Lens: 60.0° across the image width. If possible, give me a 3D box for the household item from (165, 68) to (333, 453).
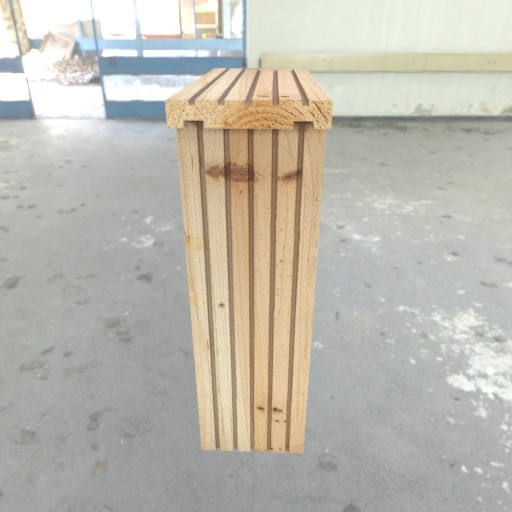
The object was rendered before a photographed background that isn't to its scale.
[{"bbox_3d":[0.000,0.000,0.548,0.123,0.407,0.301,1,27,2],"label":"household item"}]
